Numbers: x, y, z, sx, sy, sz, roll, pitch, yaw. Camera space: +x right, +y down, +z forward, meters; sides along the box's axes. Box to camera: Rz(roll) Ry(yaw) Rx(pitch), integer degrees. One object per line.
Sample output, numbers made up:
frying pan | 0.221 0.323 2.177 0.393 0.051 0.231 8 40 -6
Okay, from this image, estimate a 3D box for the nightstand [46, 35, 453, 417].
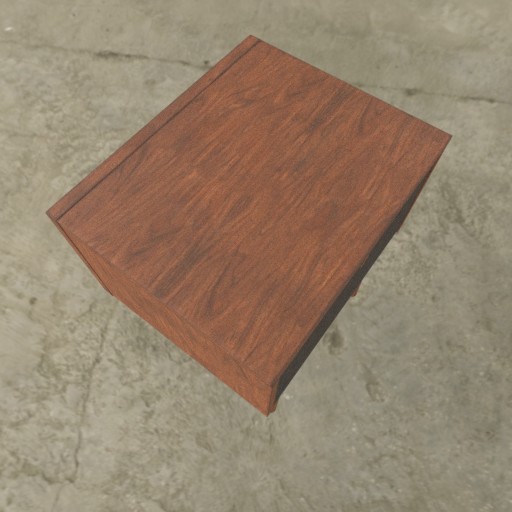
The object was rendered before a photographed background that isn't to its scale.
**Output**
nightstand | 0.000 0.000 0.988 0.445 0.607 0.521 34 68 16
